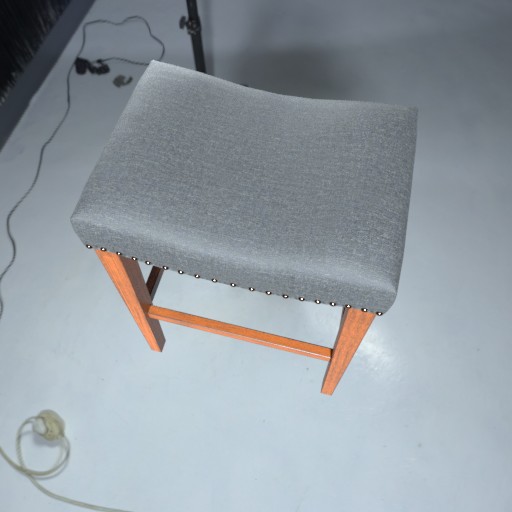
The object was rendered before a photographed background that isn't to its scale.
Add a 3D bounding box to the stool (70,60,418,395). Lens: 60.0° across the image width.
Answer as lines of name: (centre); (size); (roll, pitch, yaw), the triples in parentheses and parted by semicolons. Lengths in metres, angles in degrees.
stool: (0.000, 0.000, 0.846); (0.439, 0.612, 0.320); (13, 64, 6)
